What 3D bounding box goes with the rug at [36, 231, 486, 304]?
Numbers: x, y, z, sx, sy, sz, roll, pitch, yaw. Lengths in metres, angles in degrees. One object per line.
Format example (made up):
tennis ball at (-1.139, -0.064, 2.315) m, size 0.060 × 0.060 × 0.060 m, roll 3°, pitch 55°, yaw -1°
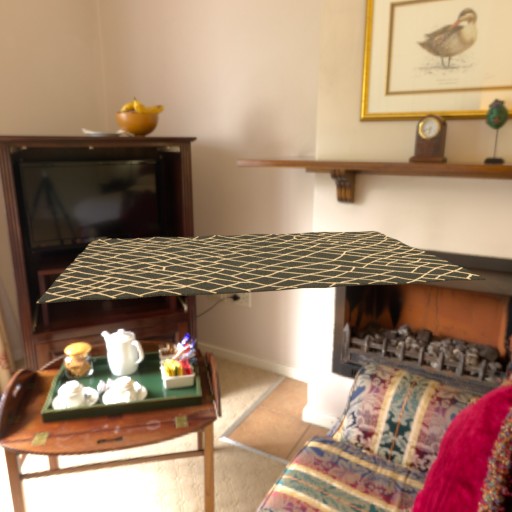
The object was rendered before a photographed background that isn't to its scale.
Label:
rug at (0.000, 0.000, 3.099) m, size 2.448 × 0.017 × 1.529 m, roll -2°, pitch 14°, yaw -9°
